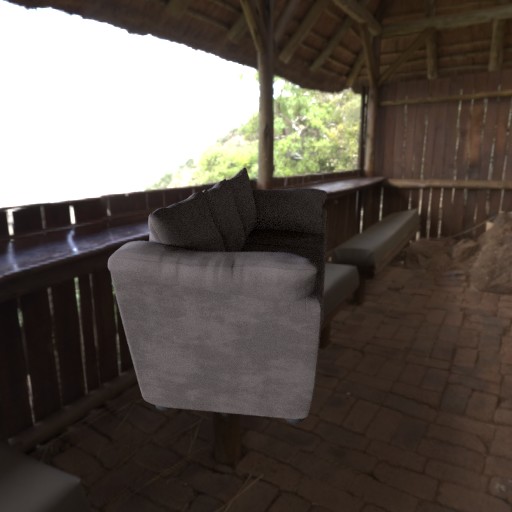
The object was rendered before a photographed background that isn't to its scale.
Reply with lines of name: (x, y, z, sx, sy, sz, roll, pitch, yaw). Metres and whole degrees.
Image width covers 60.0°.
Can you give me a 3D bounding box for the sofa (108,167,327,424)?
sofa: (0.000, 0.000, 2.858, 0.893, 0.981, 2.377, 2, 15, 9)
